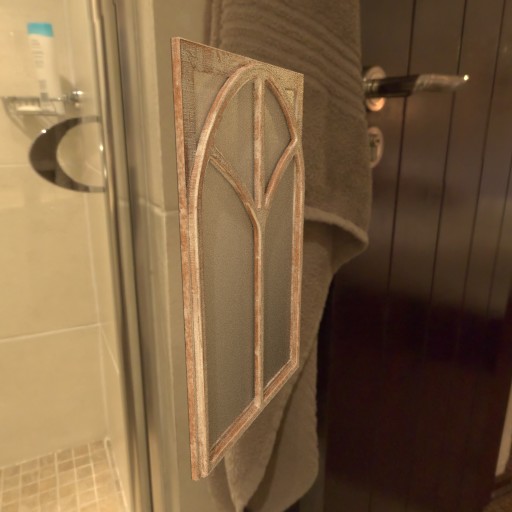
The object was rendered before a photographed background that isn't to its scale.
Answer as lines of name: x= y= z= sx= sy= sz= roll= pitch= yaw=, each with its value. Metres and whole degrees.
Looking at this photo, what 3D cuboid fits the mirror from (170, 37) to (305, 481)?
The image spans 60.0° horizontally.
mirror: x=0.000 y=0.000 z=0.964 sx=0.058 sy=0.787 sz=0.495 roll=8 pitch=17 yaw=26
